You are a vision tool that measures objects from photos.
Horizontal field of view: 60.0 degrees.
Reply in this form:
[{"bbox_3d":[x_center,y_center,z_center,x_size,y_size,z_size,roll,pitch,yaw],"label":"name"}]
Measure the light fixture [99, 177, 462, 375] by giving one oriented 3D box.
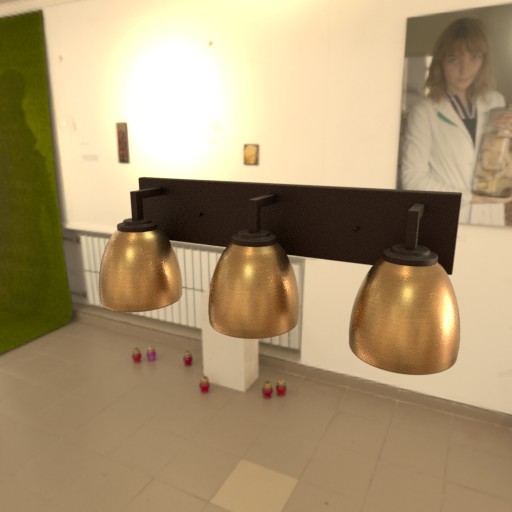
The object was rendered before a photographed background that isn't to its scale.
[{"bbox_3d":[0.000,0.000,0.671,0.582,0.204,0.157,7,17,25],"label":"light fixture"}]
